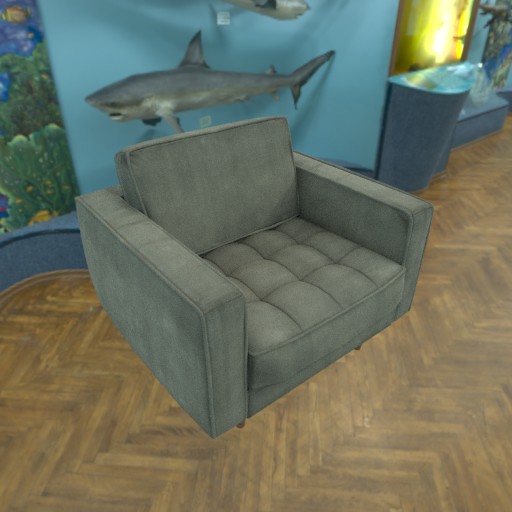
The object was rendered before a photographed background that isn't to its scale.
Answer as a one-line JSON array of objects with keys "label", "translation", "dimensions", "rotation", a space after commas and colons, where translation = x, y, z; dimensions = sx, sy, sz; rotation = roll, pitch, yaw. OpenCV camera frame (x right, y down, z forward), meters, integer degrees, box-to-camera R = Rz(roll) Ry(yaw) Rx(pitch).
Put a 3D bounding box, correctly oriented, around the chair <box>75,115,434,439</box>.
[{"label": "chair", "translation": [0.000, 0.000, 1.516], "dimensions": [0.928, 0.773, 0.843], "rotation": [-23, 38, -32]}]
